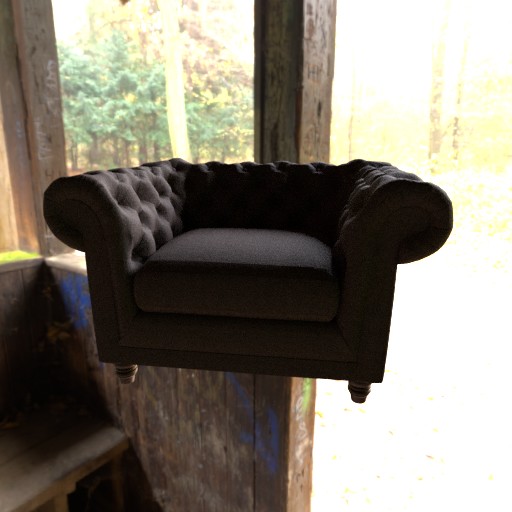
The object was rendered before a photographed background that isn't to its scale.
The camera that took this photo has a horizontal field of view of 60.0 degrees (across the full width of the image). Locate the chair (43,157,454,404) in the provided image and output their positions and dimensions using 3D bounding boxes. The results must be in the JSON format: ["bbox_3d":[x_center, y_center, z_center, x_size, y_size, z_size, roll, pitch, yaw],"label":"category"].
[{"bbox_3d":[0.000,0.000,1.853,1.298,0.780,0.945,2,15,8],"label":"chair"}]
